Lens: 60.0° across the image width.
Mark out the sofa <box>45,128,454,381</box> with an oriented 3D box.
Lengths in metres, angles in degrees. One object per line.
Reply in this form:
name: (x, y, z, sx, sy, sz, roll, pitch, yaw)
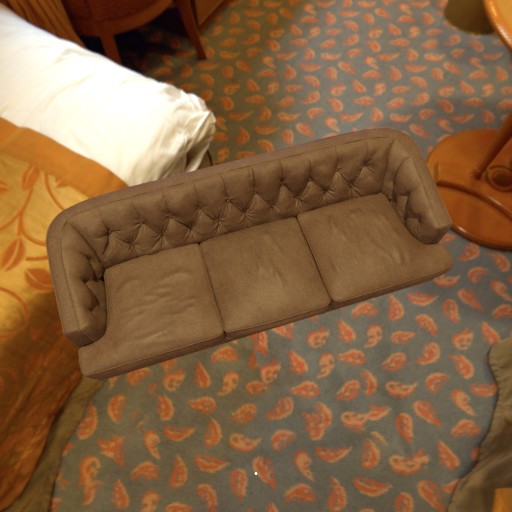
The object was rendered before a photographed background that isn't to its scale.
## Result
sofa: (0.000, 0.000, 2.718, 2.227, 0.787, 0.927, -16, 65, -8)
